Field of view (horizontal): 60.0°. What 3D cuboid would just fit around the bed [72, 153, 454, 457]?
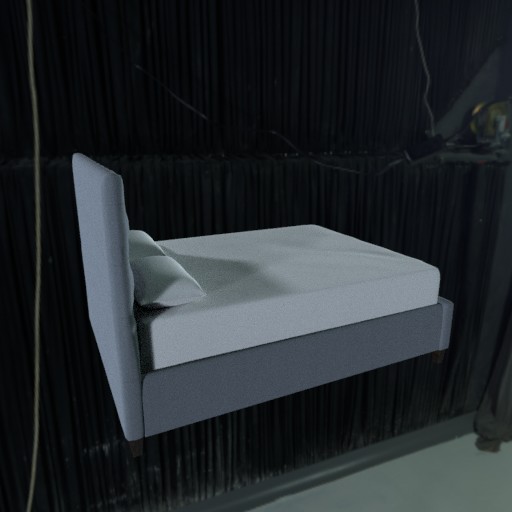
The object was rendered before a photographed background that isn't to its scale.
[{"bbox_3d":[0.000,0.000,3.212,2.231,1.427,1.698,-8,18,-25],"label":"bed"}]
